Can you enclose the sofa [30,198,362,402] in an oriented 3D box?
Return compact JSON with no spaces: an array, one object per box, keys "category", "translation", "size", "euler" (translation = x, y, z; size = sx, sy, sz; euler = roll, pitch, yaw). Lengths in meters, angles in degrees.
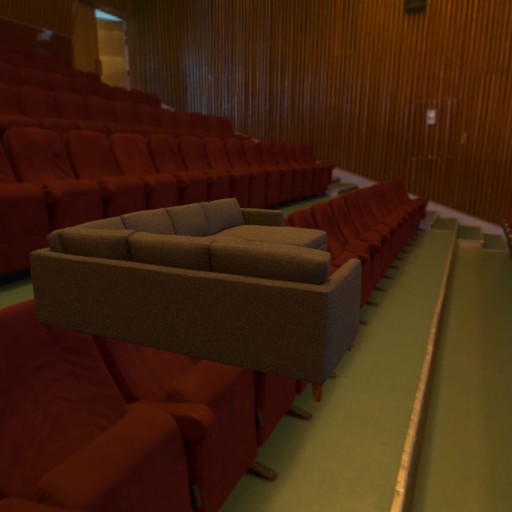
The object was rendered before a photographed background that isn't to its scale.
[{"category":"sofa","translation":[0.000,0.000,4.695],"size":[2.594,0.961,3.460],"euler":[6,14,24]}]
